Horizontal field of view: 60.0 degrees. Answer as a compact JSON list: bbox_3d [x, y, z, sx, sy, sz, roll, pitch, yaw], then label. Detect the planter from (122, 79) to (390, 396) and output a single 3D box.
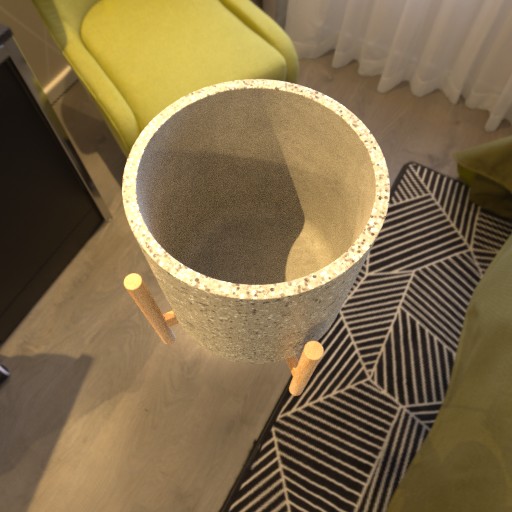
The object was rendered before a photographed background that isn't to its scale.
[{"bbox_3d":[0.000,0.000,0.693,0.360,0.419,0.360,-1,64,0],"label":"planter"}]
